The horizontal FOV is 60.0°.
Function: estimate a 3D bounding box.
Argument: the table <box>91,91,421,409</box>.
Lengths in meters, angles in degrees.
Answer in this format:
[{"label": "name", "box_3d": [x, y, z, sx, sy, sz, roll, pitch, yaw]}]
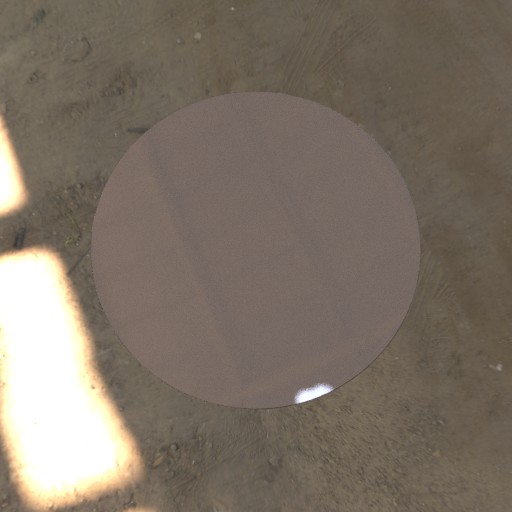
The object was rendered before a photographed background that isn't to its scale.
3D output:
[{"label": "table", "box_3d": [0.000, 0.000, 1.268, 0.800, 0.400, 0.800, 0, 76, 0]}]
